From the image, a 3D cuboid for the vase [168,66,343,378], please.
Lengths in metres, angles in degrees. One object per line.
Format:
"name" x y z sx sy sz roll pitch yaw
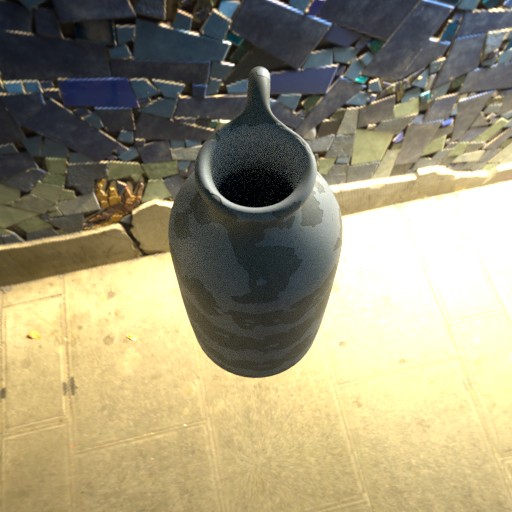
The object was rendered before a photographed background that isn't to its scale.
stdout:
"vase" 0.000 0.000 0.492 0.186 0.382 0.203 2 65 1
